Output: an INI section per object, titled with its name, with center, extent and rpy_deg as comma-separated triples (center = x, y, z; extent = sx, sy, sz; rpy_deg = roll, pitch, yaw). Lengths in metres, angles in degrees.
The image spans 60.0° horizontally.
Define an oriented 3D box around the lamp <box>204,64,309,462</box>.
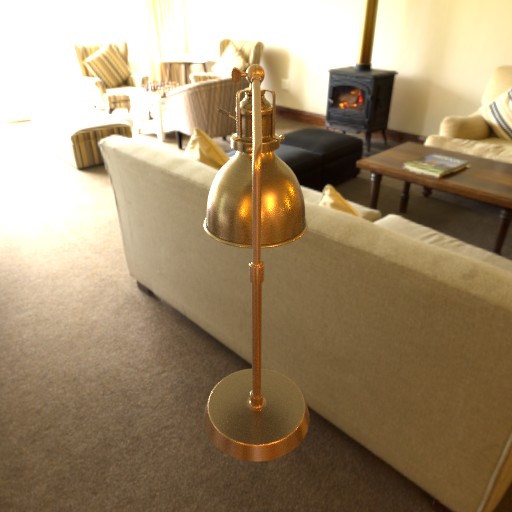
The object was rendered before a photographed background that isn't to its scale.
[lamp]
center = 0.000, 0.000, 0.589
extent = 0.153, 0.456, 0.286
rpy_deg = 0, 30, -1
